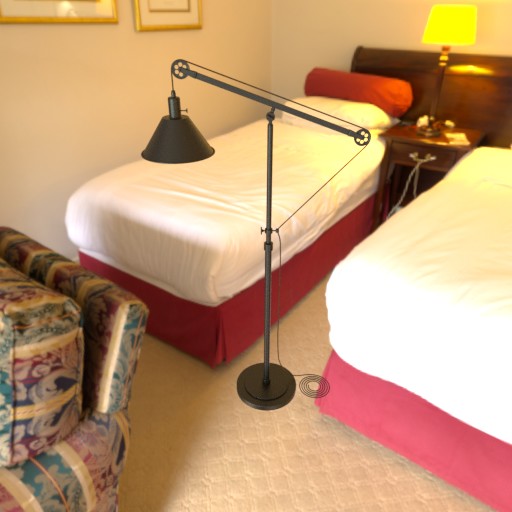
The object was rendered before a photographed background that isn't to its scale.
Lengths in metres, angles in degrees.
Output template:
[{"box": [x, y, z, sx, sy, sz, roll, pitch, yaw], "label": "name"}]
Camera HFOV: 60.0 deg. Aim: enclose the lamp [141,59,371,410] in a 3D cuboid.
[{"box": [0.000, 0.000, 1.992, 0.904, 1.626, 0.319, 0, 29, -1], "label": "lamp"}]
